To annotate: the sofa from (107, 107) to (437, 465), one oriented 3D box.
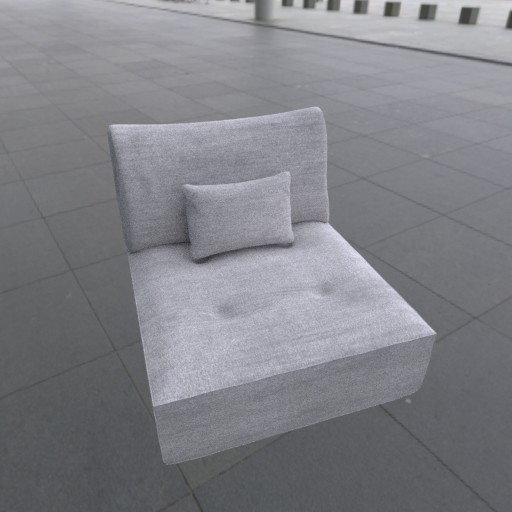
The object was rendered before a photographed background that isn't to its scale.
[{"bbox_3d":[0.000,0.000,1.676,0.930,0.820,1.000,-10,34,-15],"label":"sofa"}]
